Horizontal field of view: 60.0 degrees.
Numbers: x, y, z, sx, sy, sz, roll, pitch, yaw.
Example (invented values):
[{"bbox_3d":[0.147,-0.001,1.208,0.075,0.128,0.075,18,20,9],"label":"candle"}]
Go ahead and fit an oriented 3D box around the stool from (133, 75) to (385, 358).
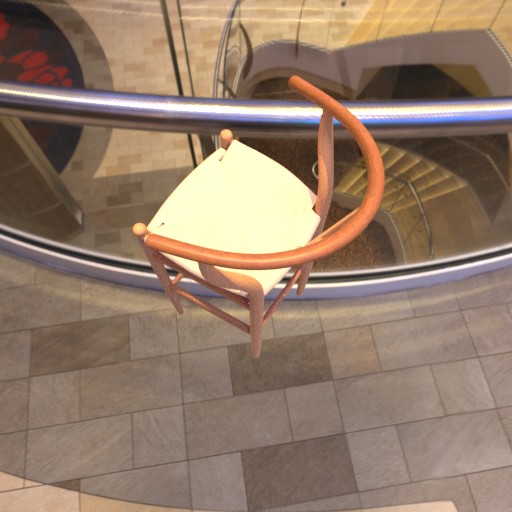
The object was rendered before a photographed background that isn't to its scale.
[{"bbox_3d":[0.000,0.000,1.416,0.561,1.068,0.574,33,69,14],"label":"stool"}]
